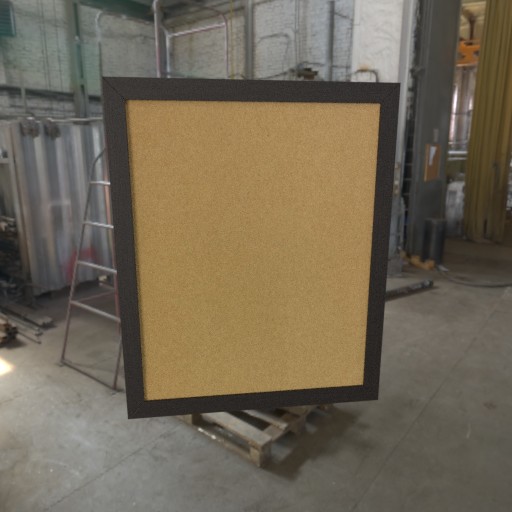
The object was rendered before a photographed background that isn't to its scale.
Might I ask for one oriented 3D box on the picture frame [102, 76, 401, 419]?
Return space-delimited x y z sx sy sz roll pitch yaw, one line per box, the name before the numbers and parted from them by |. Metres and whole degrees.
picture frame | 0.000 0.000 0.752 0.452 0.555 0.044 -2 14 -8
